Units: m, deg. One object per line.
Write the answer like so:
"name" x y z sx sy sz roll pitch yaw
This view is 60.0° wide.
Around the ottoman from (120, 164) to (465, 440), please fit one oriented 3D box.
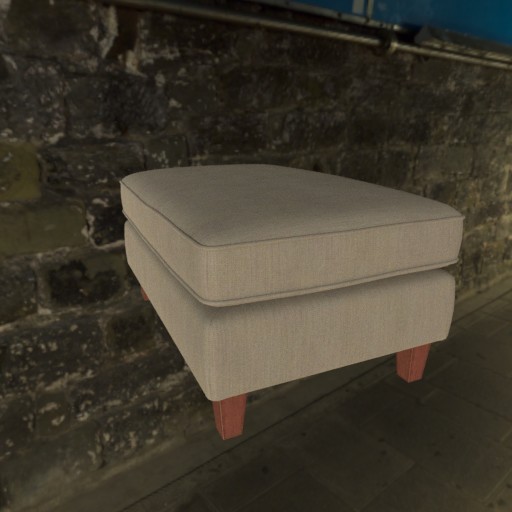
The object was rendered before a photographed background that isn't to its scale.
"ottoman" 0.000 0.000 1.301 0.636 0.480 0.941 -8 19 -24
